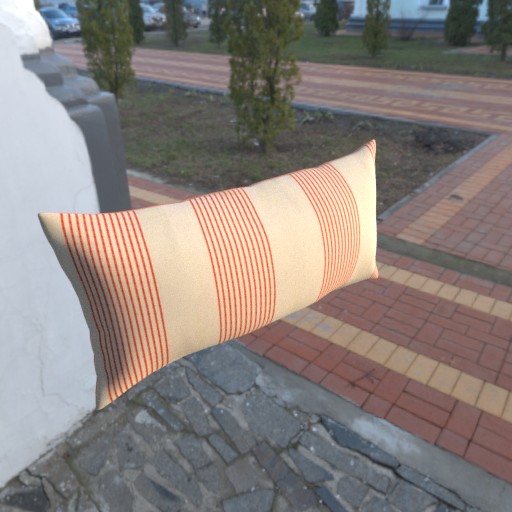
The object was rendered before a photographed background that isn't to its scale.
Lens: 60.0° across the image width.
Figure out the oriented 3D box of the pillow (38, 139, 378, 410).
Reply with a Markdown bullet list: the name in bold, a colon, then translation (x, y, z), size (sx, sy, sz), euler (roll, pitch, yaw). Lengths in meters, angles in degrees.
- **pillow**: translation (0.000, 0.000, 0.741), size (0.608, 0.292, 0.156), euler (-20, 35, -31)
